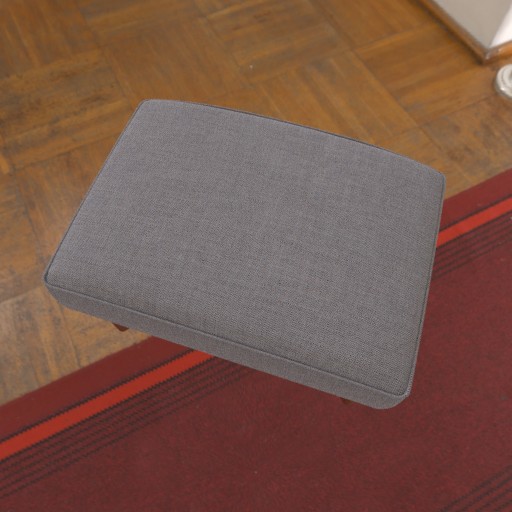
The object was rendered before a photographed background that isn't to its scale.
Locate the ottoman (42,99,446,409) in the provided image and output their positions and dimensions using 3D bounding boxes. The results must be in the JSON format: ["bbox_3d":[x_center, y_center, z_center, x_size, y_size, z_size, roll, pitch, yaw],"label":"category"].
[{"bbox_3d":[0.000,0.000,1.088,0.750,0.458,0.555,16,65,8],"label":"ottoman"}]
